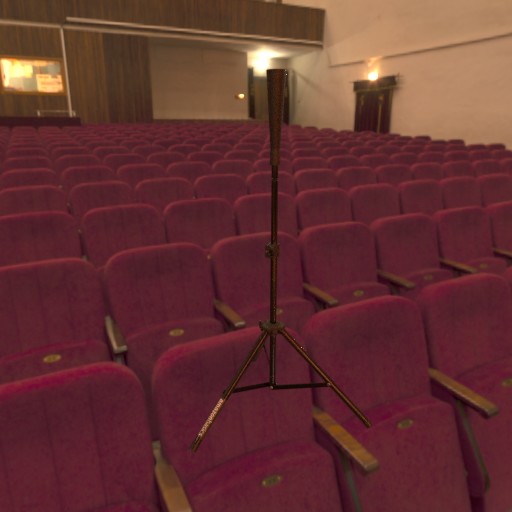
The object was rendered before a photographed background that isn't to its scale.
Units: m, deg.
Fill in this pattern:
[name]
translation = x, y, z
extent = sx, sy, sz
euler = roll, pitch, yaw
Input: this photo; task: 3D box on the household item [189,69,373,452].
[household item]
translation = 0.000, 0.000, 1.375
extent = 0.559, 1.067, 0.559
euler = -8, 18, -25
